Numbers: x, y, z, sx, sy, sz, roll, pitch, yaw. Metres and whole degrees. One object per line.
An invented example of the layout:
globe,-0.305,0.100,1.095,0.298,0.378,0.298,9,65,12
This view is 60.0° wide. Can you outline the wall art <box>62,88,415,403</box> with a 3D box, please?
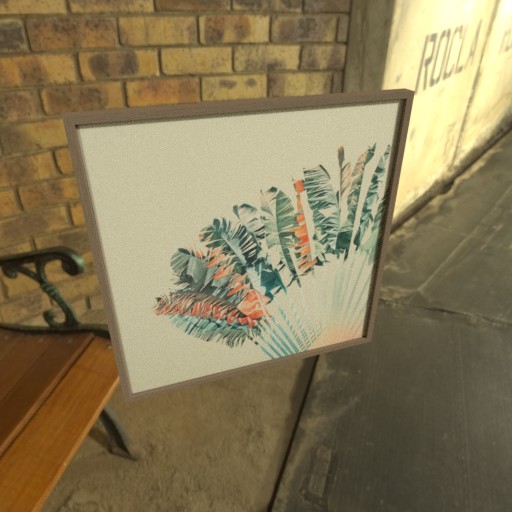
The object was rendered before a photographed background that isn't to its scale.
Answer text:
wall art,0.000,0.000,1.125,0.761,0.758,0.038,-10,32,-16
